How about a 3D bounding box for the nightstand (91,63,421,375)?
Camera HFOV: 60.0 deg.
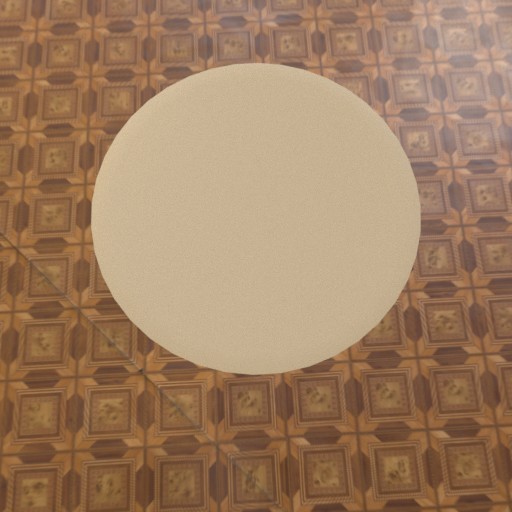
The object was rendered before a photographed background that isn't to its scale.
[{"bbox_3d":[0.000,0.000,1.007,0.513,0.653,0.513,-34,78,-8],"label":"nightstand"}]
